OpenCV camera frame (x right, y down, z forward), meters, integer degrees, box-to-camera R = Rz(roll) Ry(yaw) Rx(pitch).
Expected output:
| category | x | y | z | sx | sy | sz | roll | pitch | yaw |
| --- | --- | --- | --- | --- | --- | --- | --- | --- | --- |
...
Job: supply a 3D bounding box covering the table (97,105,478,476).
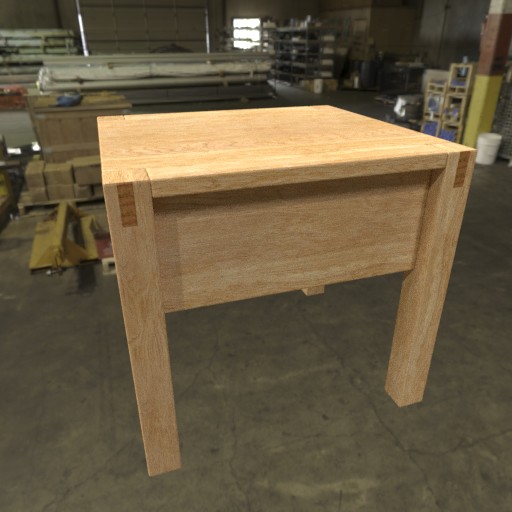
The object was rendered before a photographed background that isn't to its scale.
| category | x | y | z | sx | sy | sz | roll | pitch | yaw |
| --- | --- | --- | --- | --- | --- | --- | --- | --- | --- |
| table | 0.000 | 0.000 | 0.810 | 0.480 | 0.450 | 0.440 | -8 | 28 | -16 |
